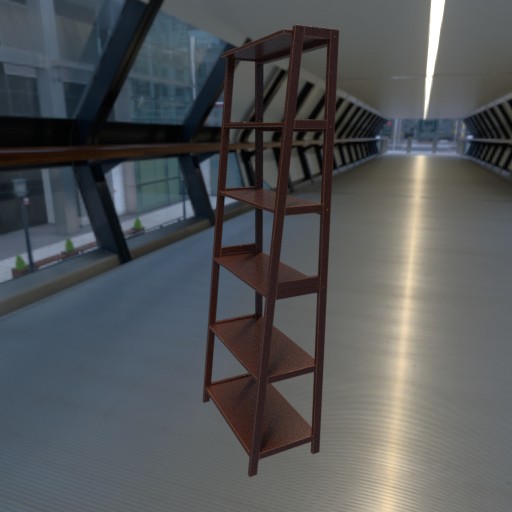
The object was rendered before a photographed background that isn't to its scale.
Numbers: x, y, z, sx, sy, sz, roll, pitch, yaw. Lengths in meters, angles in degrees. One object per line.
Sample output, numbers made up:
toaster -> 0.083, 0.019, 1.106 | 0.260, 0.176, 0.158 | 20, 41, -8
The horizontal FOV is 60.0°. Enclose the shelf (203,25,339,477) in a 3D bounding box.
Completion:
shelf -> 0.000, 0.000, 2.132 | 0.381, 1.892, 0.660 | -8, 18, -25
